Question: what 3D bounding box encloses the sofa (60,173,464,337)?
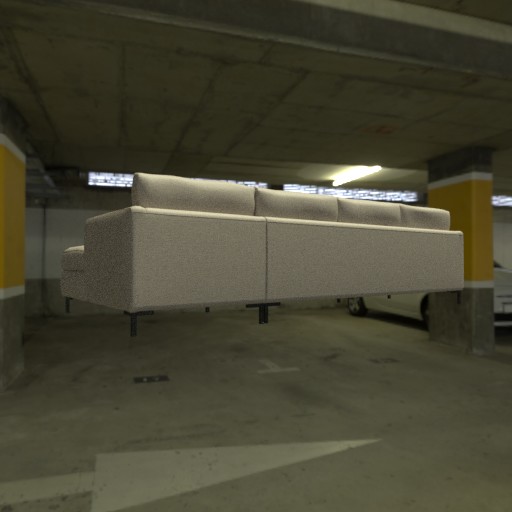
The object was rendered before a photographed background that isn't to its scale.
[{"bbox_3d":[0.000,0.000,3.451,2.737,0.756,1.879,1,-1,-36],"label":"sofa"}]
